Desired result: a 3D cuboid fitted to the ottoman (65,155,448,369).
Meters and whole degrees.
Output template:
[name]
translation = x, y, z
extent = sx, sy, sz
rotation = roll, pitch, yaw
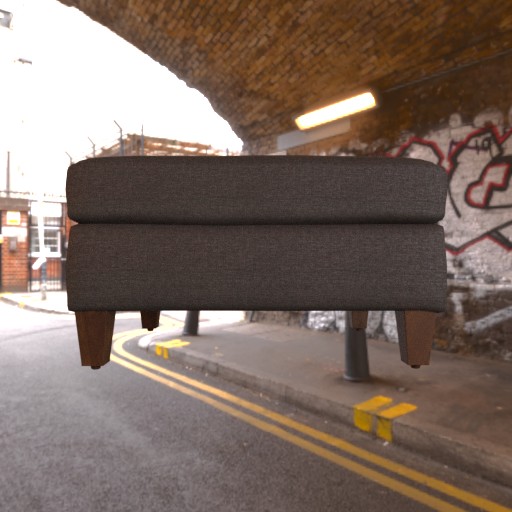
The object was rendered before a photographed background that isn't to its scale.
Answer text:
[ottoman]
translation = 0.000, 0.000, 1.230
extent = 0.826, 0.496, 0.639
rotation = 0, -1, -1
